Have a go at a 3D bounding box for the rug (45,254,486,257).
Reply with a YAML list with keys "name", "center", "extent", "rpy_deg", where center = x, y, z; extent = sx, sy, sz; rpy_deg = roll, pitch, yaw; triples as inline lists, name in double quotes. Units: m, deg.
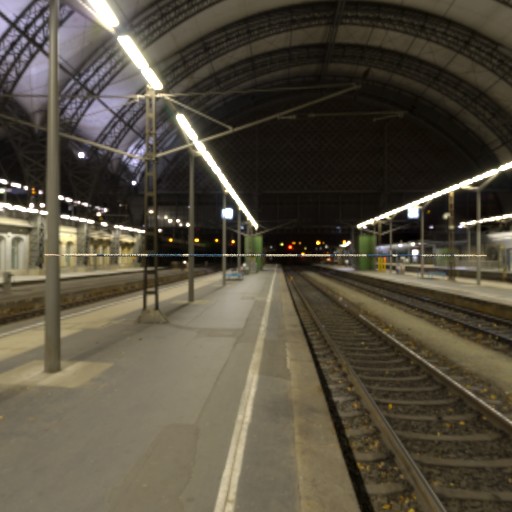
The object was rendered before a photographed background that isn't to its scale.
- name: "rug"
  center: [0.000, 0.000, 3.031]
  extent: [2.441, 0.010, 1.532]
  rpy_deg: [0, 0, -18]
